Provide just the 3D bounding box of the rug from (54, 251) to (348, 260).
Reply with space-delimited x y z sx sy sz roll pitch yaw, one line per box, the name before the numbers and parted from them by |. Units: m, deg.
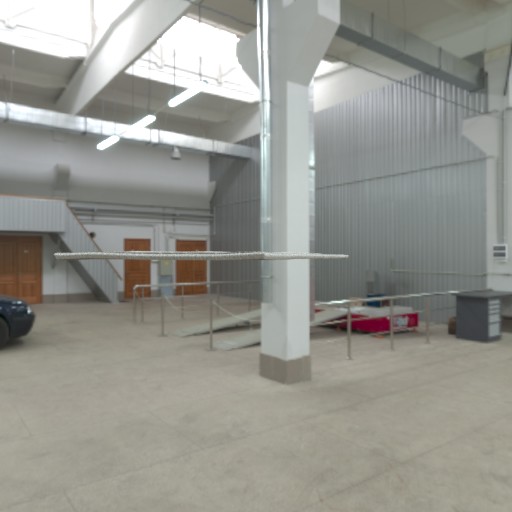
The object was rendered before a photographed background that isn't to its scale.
rug | 0.000 0.000 2.666 0.832 0.035 2.381 0 0 18
